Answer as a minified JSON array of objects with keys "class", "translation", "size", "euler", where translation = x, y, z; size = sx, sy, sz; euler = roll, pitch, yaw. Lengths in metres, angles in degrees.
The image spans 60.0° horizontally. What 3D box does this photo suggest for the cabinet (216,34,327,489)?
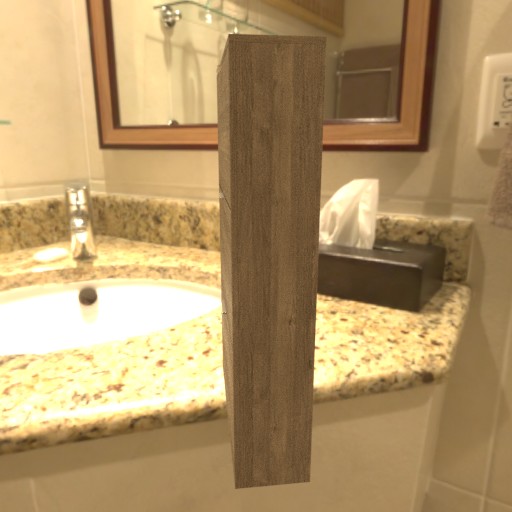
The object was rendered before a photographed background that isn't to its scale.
[{"class":"cabinet","translation":[0.000,0.000,1.573],"size":[0.250,1.280,0.750],"euler":[-2,15,-7]}]
